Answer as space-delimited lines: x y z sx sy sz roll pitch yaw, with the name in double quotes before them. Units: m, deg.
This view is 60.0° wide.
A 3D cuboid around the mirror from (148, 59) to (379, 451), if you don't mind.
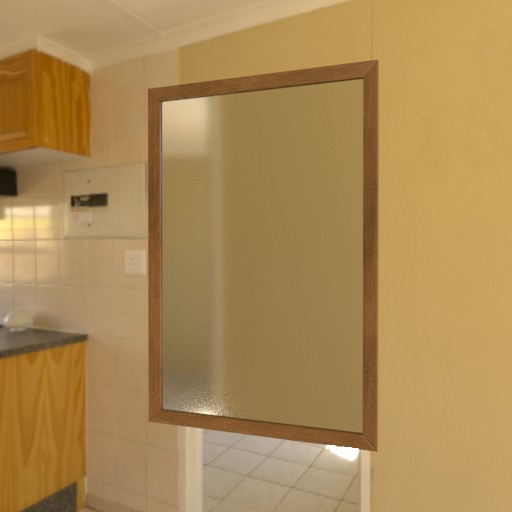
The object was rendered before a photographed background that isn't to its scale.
"mirror" 0.000 0.000 1.144 0.609 0.915 0.040 0 1 18
